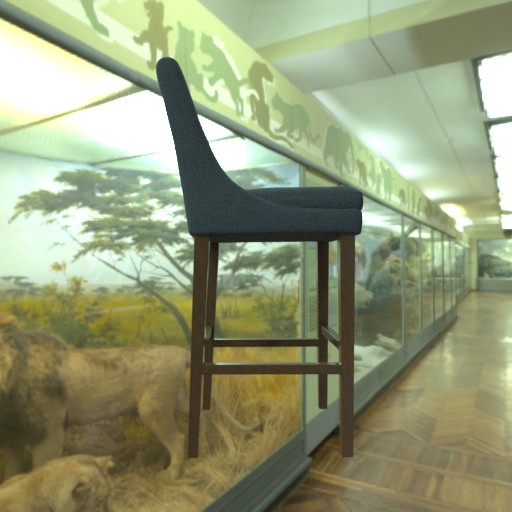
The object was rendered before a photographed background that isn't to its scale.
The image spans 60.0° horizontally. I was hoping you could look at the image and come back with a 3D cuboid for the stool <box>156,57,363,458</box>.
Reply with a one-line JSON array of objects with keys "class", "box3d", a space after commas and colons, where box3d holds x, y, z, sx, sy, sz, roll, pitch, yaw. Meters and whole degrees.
[{"class": "stool", "box3d": [0.000, 0.000, 1.392, 0.577, 1.078, 0.470, 0, -1, -1]}]
